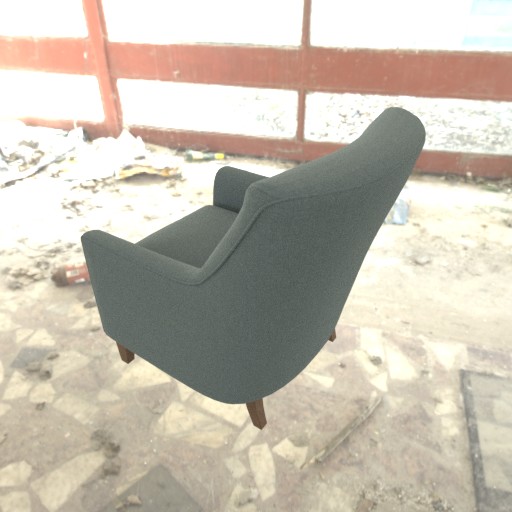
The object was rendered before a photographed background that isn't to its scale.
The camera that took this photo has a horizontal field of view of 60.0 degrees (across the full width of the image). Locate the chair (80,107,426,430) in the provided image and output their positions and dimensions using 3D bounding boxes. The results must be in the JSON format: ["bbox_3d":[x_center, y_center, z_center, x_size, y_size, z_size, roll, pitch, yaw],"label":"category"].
[{"bbox_3d":[0.000,0.000,1.487,0.879,0.916,0.756,21,38,29],"label":"chair"}]
